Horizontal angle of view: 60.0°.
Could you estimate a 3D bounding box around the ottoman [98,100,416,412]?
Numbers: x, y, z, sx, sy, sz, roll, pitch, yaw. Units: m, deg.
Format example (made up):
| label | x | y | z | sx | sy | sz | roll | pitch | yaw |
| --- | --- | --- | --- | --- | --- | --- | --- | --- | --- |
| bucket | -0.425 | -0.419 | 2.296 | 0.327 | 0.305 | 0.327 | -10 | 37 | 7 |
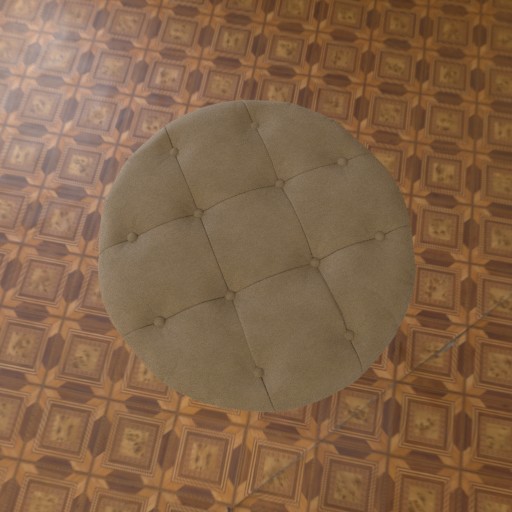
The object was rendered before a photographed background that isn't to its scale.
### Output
| label | x | y | z | sx | sy | sz | roll | pitch | yaw |
| --- | --- | --- | --- | --- | --- | --- | --- | --- | --- |
| ottoman | 0.000 | 0.000 | 1.373 | 0.901 | 0.439 | 0.901 | 0 | 74 | 0 |
